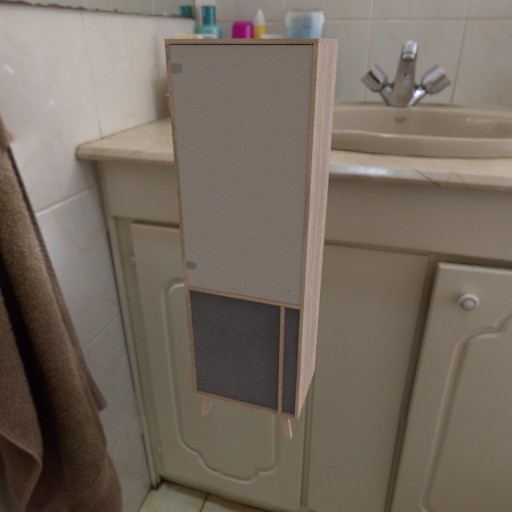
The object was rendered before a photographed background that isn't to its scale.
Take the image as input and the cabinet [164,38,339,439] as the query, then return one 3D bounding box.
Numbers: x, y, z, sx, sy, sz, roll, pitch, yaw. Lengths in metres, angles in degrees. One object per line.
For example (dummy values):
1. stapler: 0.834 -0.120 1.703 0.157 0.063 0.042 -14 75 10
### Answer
1. cabinet: 0.000 0.000 2.104 0.570 1.850 0.400 8 27 17
